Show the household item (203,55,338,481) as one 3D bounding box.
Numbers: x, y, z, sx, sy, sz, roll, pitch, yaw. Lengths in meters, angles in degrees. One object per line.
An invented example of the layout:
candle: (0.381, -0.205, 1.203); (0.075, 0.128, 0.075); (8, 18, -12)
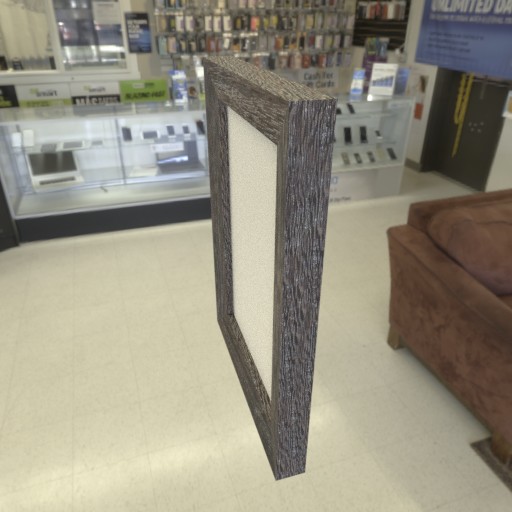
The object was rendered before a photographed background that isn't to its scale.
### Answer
household item: (0.000, 0.000, 0.232); (0.020, 0.180, 0.133); (-9, 31, -15)
